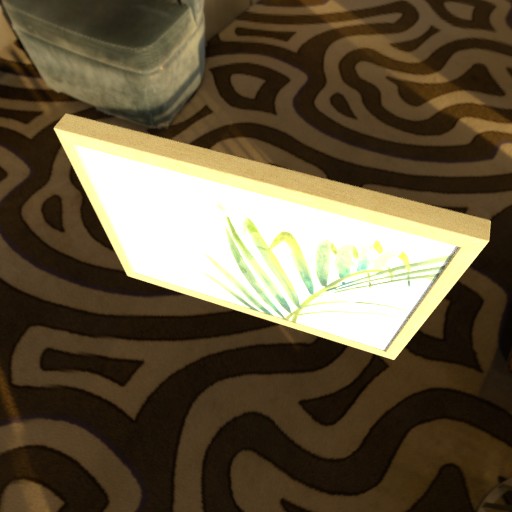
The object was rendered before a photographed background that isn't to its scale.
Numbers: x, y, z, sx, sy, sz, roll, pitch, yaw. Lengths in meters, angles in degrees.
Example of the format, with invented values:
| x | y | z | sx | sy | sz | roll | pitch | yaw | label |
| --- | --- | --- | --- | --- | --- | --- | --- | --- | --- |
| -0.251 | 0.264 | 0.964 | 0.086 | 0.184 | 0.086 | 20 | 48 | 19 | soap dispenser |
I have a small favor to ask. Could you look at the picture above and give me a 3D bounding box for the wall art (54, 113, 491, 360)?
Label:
| x | y | z | sx | sy | sz | roll | pitch | yaw | label |
| --- | --- | --- | --- | --- | --- | --- | --- | --- | --- |
| 0.000 | 0.000 | 0.685 | 0.533 | 0.381 | 0.032 | 16 | 59 | 10 | wall art |
